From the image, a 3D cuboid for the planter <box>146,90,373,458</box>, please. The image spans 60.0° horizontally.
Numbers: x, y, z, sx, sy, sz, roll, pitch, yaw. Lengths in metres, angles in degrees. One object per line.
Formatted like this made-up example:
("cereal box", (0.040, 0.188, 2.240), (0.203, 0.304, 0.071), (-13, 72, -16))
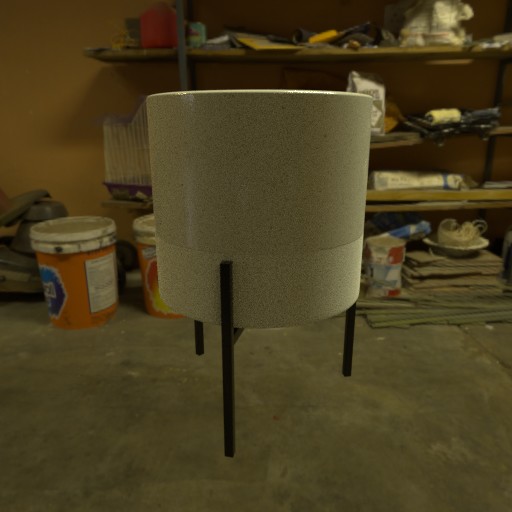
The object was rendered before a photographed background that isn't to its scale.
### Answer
("planter", (0.000, 0.000, 0.341), (0.152, 0.230, 0.159), (-16, 23, -42))
